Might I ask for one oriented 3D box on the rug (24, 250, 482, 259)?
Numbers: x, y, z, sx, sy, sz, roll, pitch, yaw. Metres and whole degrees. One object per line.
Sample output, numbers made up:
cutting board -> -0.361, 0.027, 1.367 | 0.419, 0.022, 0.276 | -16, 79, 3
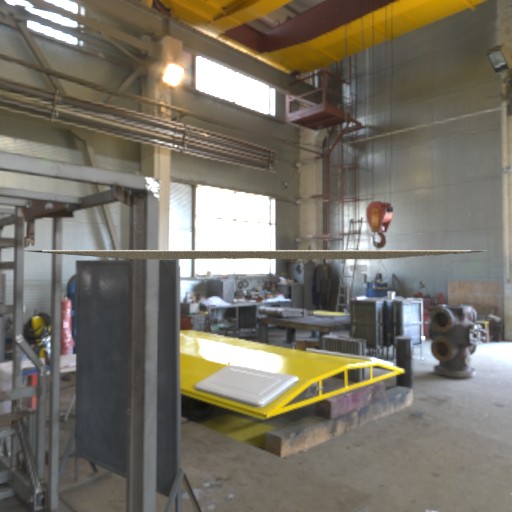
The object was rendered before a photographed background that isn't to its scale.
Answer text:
rug -> 0.000, 0.000, 4.358 | 3.327, 0.010, 2.464 | 0, -2, 0
